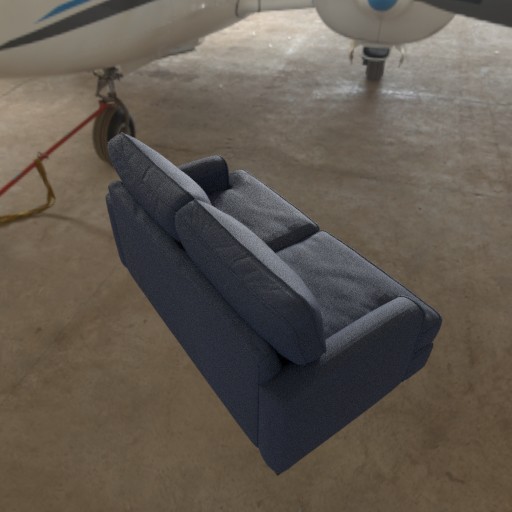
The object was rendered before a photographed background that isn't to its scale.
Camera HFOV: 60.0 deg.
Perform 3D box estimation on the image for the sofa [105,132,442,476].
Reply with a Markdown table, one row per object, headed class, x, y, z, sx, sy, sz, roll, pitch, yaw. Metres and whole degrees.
| class | x | y | z | sx | sy | sz | roll | pitch | yaw |
| --- | --- | --- | --- | --- | --- | --- | --- | --- | --- |
| sofa | 0.000 | 0.000 | 2.243 | 0.965 | 0.965 | 1.651 | -25 | 47 | -26 |
